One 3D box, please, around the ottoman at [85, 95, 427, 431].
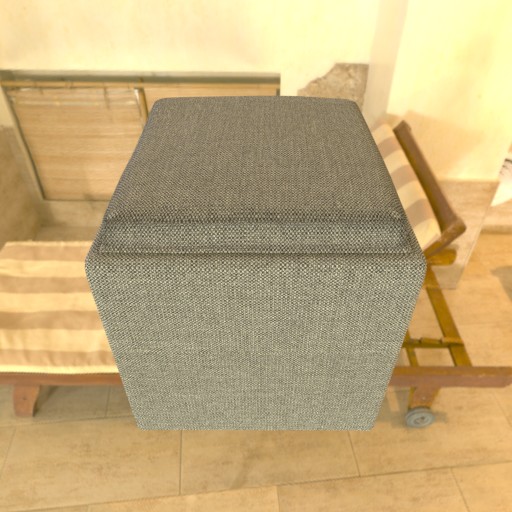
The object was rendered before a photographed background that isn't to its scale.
[{"bbox_3d":[0.000,0.000,0.832,0.436,0.487,0.454,0,41,0],"label":"ottoman"}]
